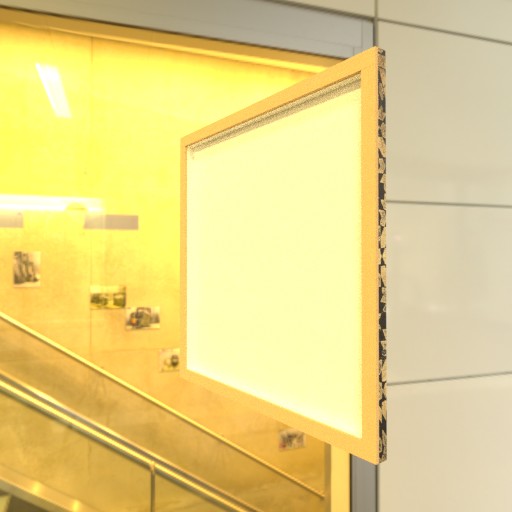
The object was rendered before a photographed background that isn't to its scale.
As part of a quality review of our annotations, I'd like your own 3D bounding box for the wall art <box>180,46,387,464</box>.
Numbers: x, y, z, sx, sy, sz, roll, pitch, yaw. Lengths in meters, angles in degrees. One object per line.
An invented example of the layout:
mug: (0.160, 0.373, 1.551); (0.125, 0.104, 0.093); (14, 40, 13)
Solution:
wall art: (0.000, 0.000, 1.339); (0.038, 0.914, 0.914); (0, -1, -37)
